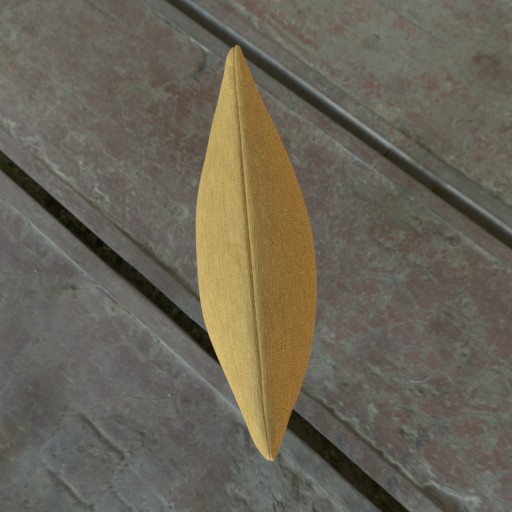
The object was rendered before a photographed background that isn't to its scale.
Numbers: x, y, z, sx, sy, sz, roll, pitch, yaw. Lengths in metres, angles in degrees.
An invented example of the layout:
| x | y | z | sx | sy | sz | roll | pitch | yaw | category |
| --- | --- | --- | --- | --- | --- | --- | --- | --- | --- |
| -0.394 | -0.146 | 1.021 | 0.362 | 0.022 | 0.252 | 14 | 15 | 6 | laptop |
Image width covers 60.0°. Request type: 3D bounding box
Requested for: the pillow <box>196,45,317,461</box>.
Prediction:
| x | y | z | sx | sy | sz | roll | pitch | yaw | category |
| --- | --- | --- | --- | --- | --- | --- | --- | --- | --- |
| 0.000 | 0.000 | 0.800 | 0.210 | 0.354 | 0.634 | -5 | 74 | -1 | pillow |
